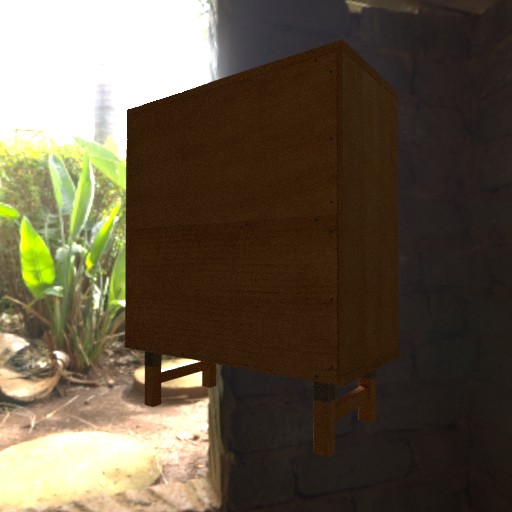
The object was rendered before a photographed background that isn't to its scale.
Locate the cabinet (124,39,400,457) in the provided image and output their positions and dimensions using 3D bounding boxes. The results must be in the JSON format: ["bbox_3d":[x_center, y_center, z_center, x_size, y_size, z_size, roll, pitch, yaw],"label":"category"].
[{"bbox_3d":[0.000,0.000,1.428,0.800,1.001,0.419,-1,-1,36],"label":"cabinet"}]
